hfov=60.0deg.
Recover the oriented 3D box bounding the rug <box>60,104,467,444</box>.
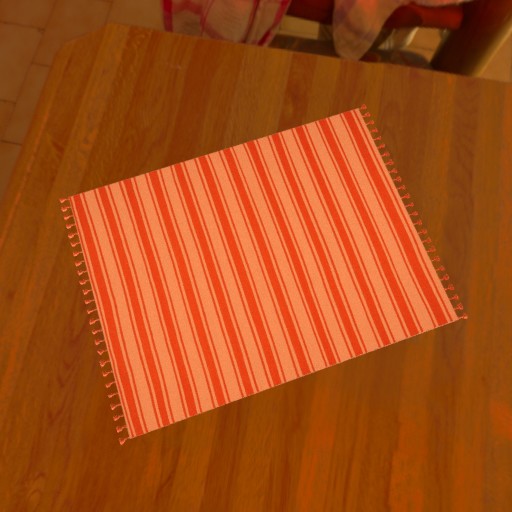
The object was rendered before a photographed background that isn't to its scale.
[{"bbox_3d":[0.000,0.000,4.329,3.369,0.035,2.451,-18,75,-5],"label":"rug"}]
